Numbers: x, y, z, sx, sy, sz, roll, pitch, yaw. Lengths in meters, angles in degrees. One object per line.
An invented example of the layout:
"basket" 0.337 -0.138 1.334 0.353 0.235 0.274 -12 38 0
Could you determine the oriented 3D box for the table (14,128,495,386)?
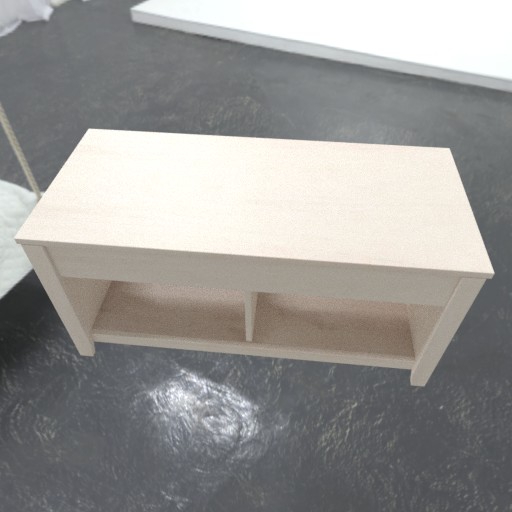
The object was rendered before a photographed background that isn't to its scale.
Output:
"table" 0.000 0.000 1.262 1.016 0.483 0.457 4 47 4
